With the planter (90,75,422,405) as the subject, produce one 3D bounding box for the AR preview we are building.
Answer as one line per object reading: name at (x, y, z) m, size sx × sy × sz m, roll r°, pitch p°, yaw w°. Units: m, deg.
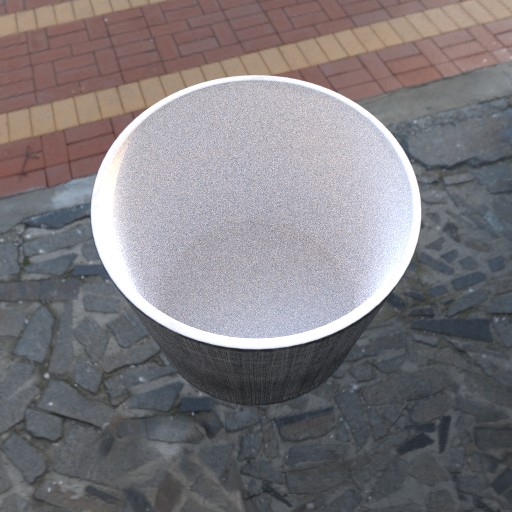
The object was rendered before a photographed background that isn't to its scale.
planter at (0.000, 0.000, 0.310) m, size 0.178 × 0.157 × 0.178 m, roll 0°, pitch 62°, yaw 0°
